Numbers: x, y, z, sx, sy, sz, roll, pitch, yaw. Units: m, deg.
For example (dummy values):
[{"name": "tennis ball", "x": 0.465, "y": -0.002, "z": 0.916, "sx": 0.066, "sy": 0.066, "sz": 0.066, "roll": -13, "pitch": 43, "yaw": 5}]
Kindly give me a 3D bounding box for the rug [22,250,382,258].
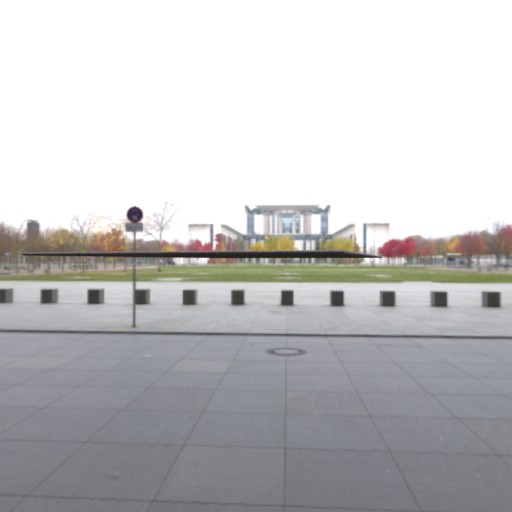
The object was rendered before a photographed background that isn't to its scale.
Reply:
[{"name": "rug", "x": 0.000, "y": 0.000, "z": 3.016, "sx": 1.524, "sy": 0.015, "sz": 2.438, "roll": 0, "pitch": -1, "yaw": 19}]
